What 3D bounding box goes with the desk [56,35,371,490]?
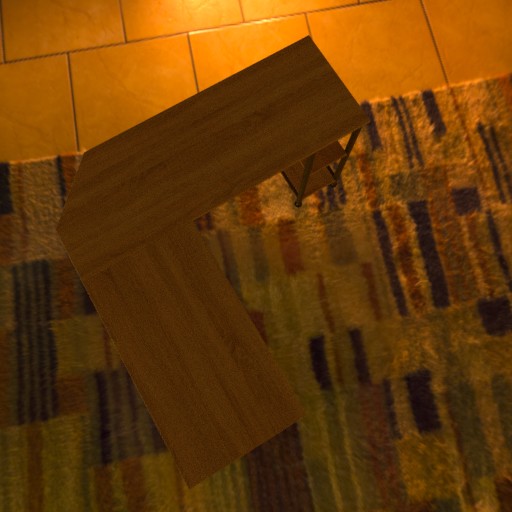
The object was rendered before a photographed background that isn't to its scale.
[{"bbox_3d":[0.000,0.000,2.161,1.379,0.739,1.379,-30,79,-7],"label":"desk"}]
